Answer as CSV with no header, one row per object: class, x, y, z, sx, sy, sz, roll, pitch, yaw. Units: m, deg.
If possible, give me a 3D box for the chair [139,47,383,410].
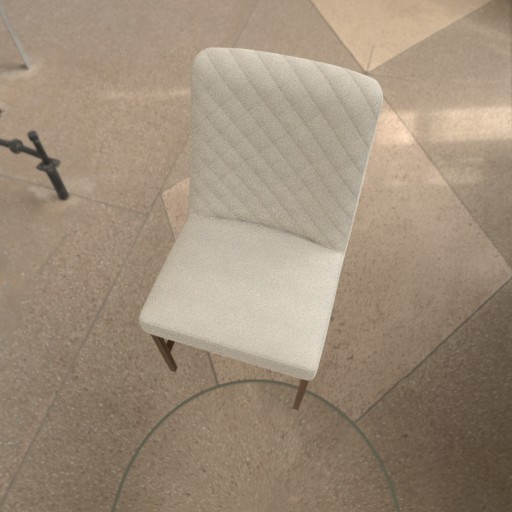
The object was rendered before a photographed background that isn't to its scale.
chair,0.000,0.000,1.305,0.503,0.933,0.597,15,60,9
